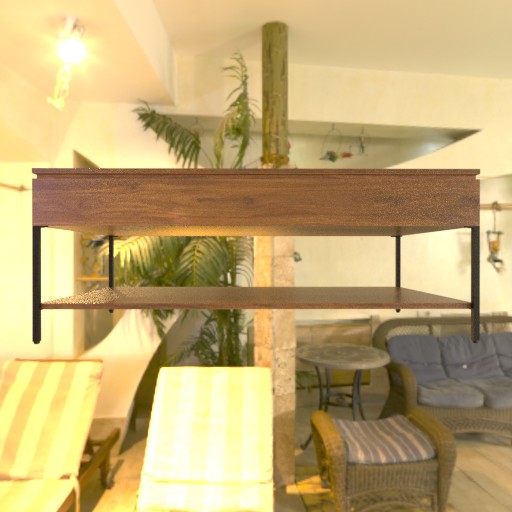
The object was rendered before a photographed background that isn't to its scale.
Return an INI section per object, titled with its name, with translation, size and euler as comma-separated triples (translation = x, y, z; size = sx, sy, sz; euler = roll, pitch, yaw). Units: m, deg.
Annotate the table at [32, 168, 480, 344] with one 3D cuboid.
[table]
translation = 0.000, 0.000, 1.331
size = 1.057, 0.414, 0.574
euler = 0, 0, -1
